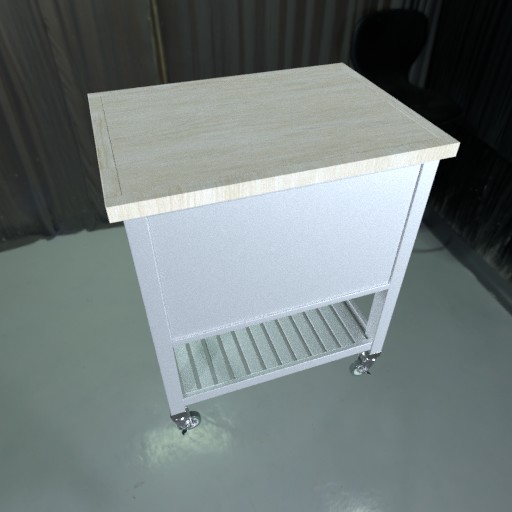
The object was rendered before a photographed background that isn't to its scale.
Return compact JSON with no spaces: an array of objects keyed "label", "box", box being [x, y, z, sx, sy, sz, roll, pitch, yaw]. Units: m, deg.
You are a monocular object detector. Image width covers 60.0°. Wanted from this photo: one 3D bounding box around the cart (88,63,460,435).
[{"label":"cart","box":[0.000,0.000,1.386,0.762,0.914,0.559,-13,43,-14]}]
